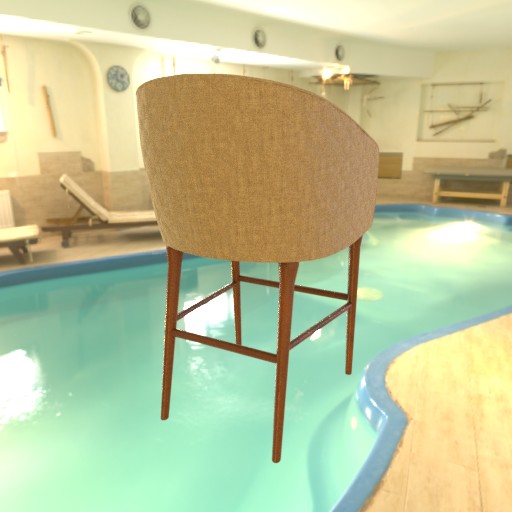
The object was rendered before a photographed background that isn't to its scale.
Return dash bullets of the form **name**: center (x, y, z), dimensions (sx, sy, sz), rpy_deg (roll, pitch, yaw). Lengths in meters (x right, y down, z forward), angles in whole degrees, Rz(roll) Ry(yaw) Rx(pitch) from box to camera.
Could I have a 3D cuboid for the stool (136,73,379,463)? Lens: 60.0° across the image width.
- **stool**: center (0.000, 0.000, 1.323), dimensions (0.559, 0.952, 0.635), rpy_deg (8, 18, 27)
